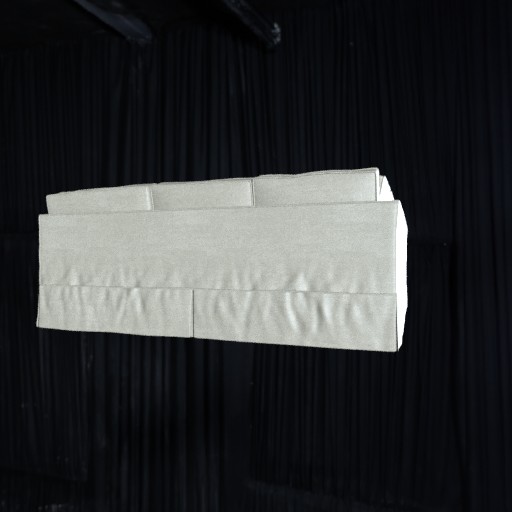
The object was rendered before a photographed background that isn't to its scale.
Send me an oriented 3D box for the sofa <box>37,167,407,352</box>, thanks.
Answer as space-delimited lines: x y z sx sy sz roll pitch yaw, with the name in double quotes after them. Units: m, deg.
0.000 0.000 4.108 2.623 1.081 2.618 0 0 20 "sofa"
